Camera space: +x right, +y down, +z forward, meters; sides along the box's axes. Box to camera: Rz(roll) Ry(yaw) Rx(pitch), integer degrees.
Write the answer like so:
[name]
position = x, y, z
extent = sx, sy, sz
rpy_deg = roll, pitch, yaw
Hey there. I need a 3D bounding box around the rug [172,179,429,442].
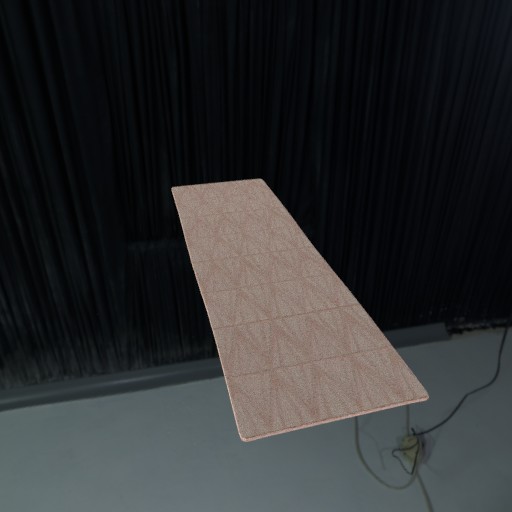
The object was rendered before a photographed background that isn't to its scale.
[rug]
position = 0.000, 0.000, 2.640
extent = 0.760, 0.015, 2.435
rpy_deg = -8, 32, -13
